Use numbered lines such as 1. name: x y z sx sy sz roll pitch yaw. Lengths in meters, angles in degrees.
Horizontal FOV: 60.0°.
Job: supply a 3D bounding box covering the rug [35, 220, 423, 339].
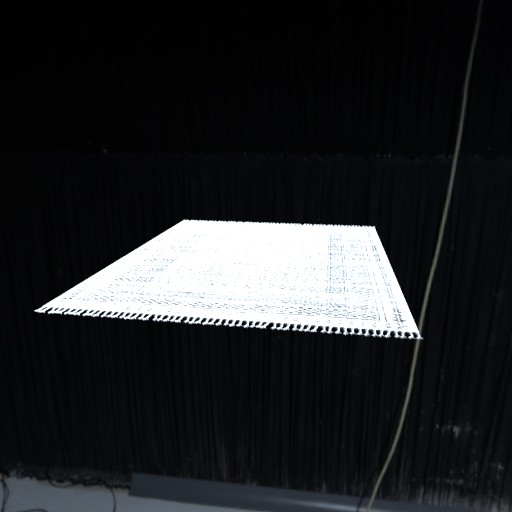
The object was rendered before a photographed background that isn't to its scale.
1. rug: 0.000 0.000 3.940 2.312 0.013 2.940 3 16 9
